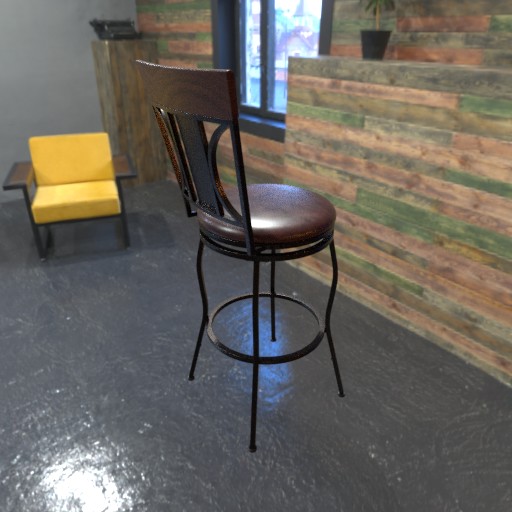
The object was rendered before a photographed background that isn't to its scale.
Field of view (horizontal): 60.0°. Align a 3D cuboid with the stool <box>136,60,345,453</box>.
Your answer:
[{"bbox_3d":[0.000,0.000,1.400,0.513,1.130,0.448,-18,32,-32],"label":"stool"}]
